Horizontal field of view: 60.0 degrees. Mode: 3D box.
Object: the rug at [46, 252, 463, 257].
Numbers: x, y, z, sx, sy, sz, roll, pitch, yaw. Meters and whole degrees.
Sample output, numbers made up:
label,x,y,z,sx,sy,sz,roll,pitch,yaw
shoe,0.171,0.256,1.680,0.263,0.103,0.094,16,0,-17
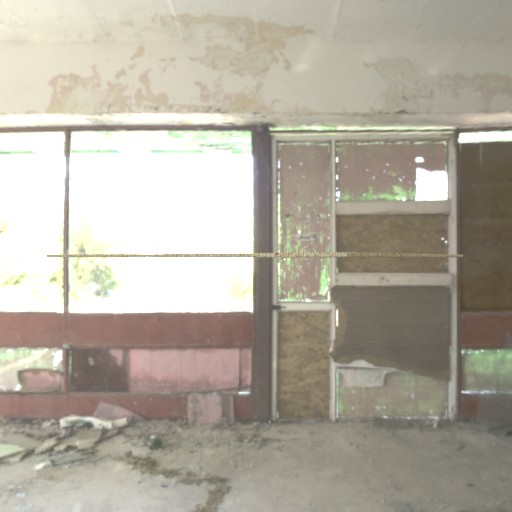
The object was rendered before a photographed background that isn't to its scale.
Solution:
label,x,y,z,sx,sy,sz,roll,pitch,yaw
rug,0.000,0.000,4.045,3.001,0.025,2.401,0,0,37
